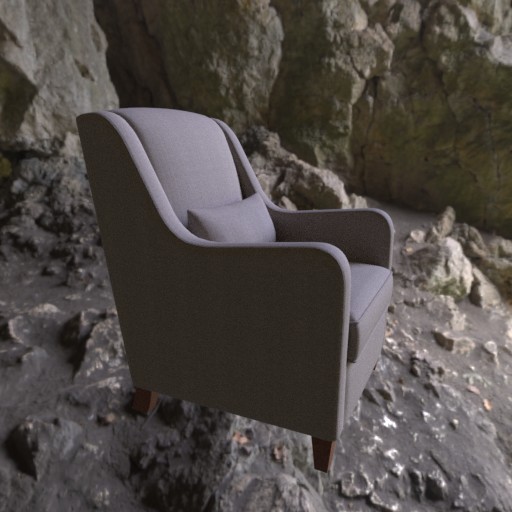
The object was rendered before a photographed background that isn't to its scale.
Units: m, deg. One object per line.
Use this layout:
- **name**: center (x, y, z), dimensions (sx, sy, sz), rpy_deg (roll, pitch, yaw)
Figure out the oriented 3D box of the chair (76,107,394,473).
- **chair**: center (0.000, 0.000, 1.579), dimensions (0.890, 1.017, 0.715), rpy_deg (7, 17, 25)
